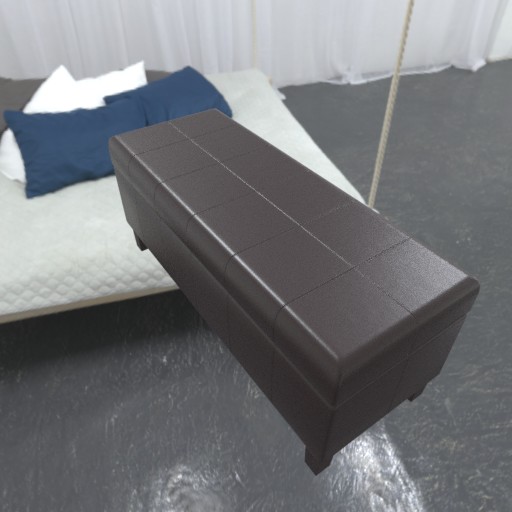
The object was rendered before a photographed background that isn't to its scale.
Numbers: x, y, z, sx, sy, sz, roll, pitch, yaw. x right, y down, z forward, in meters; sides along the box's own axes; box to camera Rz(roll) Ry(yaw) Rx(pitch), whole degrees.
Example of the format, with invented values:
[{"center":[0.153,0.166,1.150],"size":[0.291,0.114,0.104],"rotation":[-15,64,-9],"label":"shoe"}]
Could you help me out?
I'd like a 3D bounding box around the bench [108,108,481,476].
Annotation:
[{"center":[0.000,0.000,1.321],"size":[0.429,0.457,1.092],"rotation":[-25,47,-26],"label":"bench"}]
